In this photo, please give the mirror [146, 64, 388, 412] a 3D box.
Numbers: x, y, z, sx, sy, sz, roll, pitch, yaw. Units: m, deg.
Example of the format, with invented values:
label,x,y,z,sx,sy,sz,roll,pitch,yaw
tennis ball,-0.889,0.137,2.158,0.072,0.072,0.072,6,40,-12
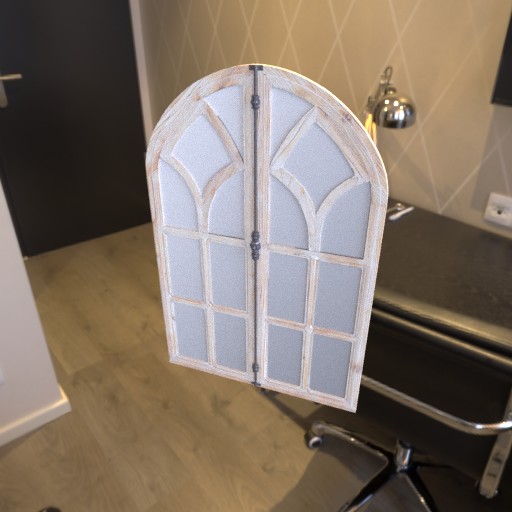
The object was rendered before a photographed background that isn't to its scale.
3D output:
label,x,y,z,sx,sy,sz,roll,pitch,yaw
mirror,0.000,0.000,1.149,0.609,0.915,0.032,10,30,18
